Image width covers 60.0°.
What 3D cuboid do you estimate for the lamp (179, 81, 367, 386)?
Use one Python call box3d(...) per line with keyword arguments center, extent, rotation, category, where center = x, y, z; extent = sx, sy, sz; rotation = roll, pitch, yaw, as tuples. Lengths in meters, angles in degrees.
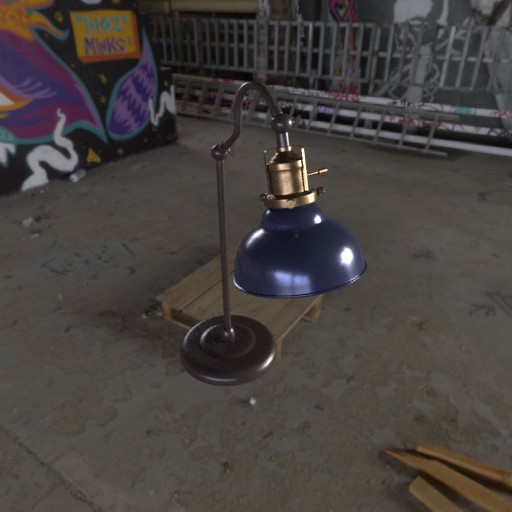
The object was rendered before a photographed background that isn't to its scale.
box3d(center=(0.000, 0.000, 0.686), extent=(0.192, 0.508, 0.374), rotation=(-20, 35, -31), category="lamp")
